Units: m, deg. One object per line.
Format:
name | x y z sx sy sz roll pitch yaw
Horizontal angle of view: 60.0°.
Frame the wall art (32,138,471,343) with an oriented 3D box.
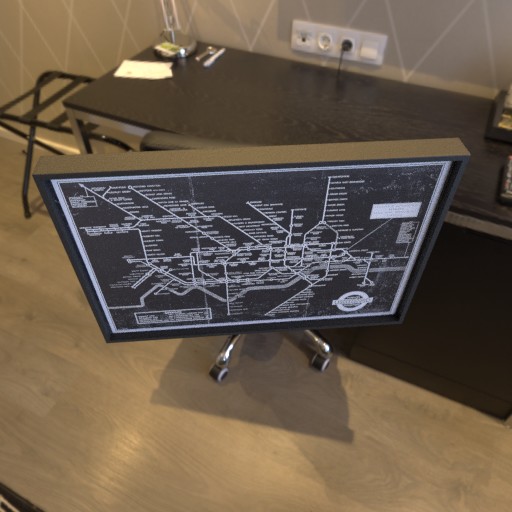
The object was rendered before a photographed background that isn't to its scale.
wall art | 0.000 0.000 0.857 0.671 0.456 0.051 -3 46 -3
